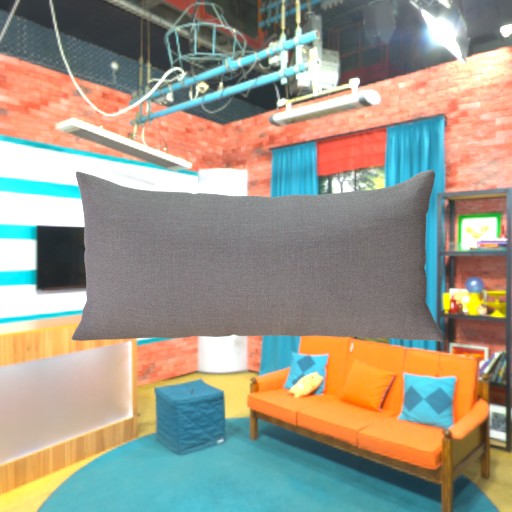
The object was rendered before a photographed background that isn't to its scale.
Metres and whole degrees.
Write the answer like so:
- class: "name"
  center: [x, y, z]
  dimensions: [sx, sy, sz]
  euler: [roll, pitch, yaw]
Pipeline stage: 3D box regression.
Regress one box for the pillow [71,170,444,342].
- class: "pillow"
  center: [0.000, 0.000, 0.752]
  dimensions: [0.631, 0.290, 0.148]
  euler: [0, 0, 1]
